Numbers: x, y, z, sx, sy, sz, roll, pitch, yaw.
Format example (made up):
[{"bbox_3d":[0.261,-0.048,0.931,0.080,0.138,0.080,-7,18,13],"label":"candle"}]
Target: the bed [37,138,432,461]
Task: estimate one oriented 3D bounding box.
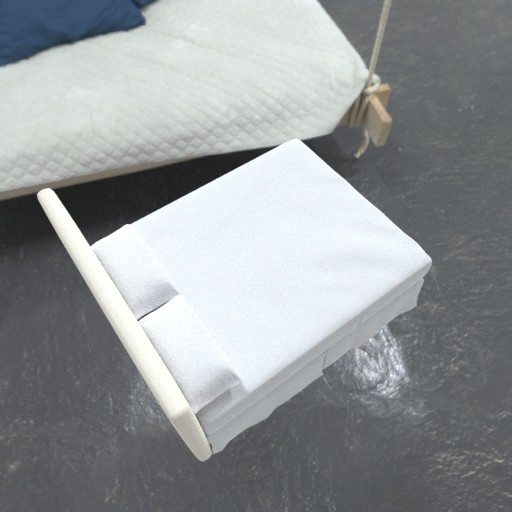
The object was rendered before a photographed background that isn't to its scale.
[{"bbox_3d":[0.000,0.000,3.190,2.142,1.330,1.713,-32,63,-18],"label":"bed"}]
